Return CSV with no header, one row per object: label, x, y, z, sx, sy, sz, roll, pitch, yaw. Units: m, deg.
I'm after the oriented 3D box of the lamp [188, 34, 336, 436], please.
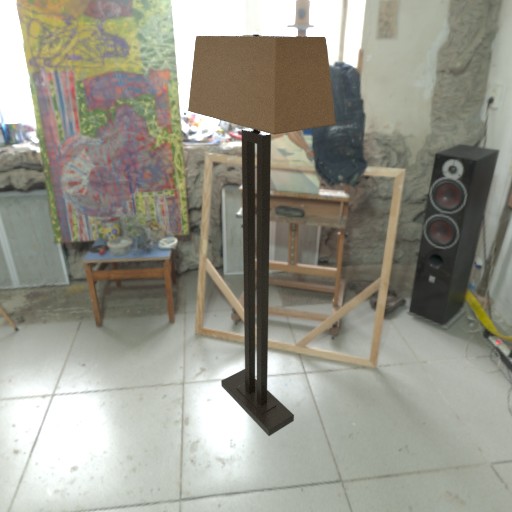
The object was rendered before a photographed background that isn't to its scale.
lamp,0.000,0.000,1.643,0.233,1.469,0.475,-19,32,-32
